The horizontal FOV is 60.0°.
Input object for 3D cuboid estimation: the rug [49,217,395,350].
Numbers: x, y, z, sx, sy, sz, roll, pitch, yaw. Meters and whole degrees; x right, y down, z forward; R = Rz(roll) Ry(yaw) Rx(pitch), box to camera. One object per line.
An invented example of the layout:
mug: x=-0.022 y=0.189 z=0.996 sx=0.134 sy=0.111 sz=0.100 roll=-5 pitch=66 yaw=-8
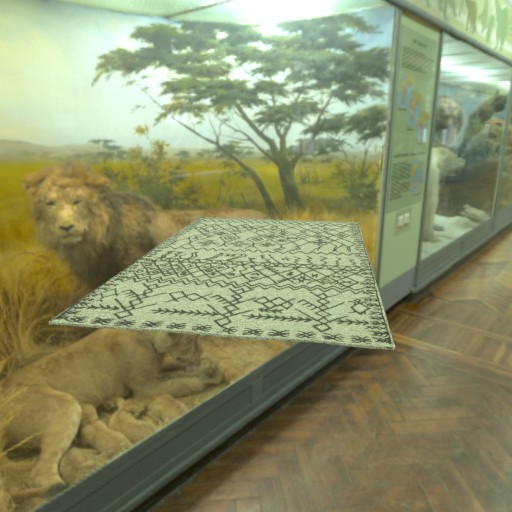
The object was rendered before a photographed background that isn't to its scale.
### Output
rug: x=0.000 y=0.000 z=4.780 sx=2.393 sy=0.019 sz=3.824 roll=3 pitch=17 yaw=9
